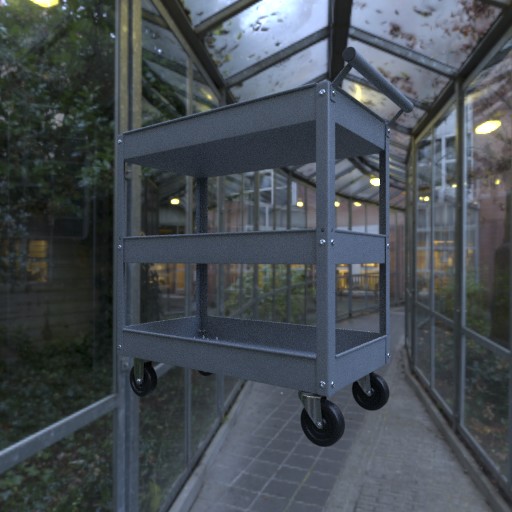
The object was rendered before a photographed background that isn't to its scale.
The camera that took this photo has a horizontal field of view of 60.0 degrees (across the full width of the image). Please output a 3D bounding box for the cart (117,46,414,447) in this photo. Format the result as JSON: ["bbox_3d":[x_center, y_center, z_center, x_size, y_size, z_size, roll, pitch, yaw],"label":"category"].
[{"bbox_3d":[0.000,0.000,1.178,0.719,0.780,0.366,0,0,36],"label":"cart"}]
